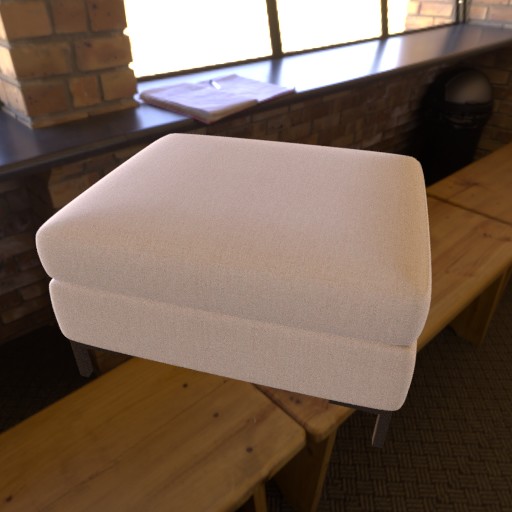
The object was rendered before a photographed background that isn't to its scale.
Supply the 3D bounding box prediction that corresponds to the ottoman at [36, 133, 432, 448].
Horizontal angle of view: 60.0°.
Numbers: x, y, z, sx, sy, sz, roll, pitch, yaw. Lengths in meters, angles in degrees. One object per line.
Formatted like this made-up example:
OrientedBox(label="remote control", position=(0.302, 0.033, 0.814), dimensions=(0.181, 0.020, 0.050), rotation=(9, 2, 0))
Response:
OrientedBox(label="ottoman", position=(0.000, 0.000, 1.154), dimensions=(0.794, 0.453, 0.657), rotation=(9, 35, 13))
